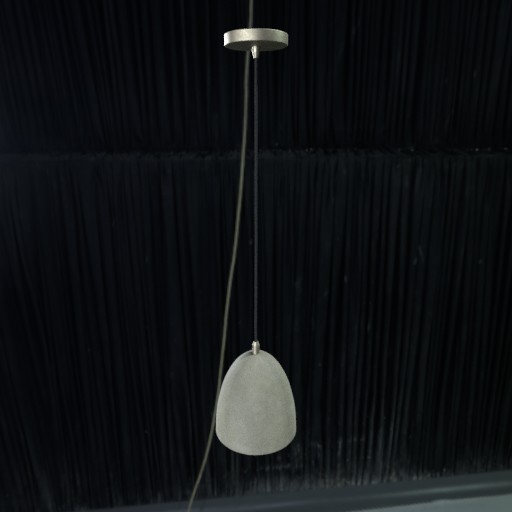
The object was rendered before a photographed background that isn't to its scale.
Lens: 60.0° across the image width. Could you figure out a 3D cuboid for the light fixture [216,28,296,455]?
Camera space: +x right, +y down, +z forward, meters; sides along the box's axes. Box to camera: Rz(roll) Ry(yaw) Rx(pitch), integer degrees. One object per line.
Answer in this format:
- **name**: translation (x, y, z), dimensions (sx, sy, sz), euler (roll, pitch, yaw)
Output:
- **light fixture**: translation (0.000, 0.000, 0.839), dimensions (0.170, 0.759, 0.170), euler (-2, 16, -8)
